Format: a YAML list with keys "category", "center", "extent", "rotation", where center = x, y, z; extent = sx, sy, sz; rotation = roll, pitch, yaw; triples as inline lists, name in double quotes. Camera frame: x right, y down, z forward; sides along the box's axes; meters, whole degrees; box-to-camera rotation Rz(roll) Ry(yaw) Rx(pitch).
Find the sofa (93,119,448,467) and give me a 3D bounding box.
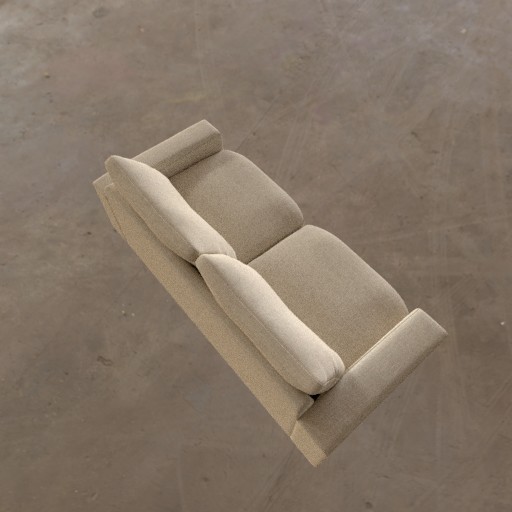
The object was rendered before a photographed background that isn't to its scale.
- category: "sofa"
  center: [0.000, 0.000, 2.880]
  extent: [1.040, 0.922, 2.299]
  rotation: [-36, 65, -20]
